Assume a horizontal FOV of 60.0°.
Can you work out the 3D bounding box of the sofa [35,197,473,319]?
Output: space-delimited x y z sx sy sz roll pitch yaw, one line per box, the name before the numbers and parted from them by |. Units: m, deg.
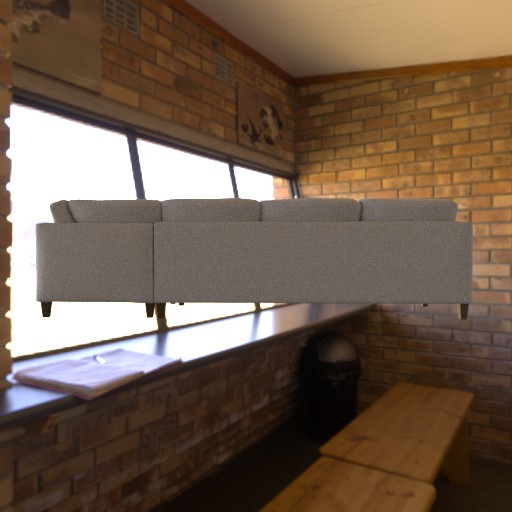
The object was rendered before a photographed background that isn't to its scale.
sofa | 0.000 0.000 4.539 3.333 0.934 2.522 0 0 1
